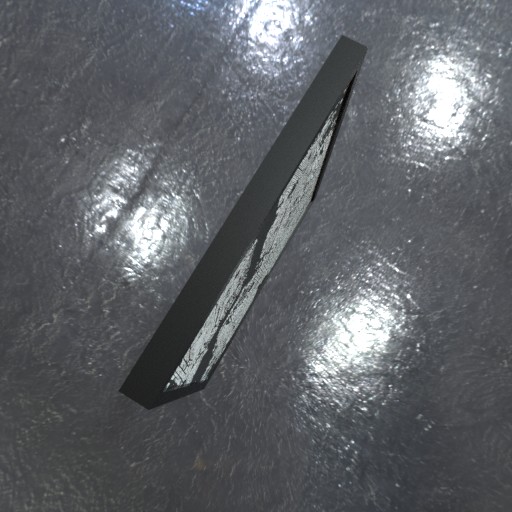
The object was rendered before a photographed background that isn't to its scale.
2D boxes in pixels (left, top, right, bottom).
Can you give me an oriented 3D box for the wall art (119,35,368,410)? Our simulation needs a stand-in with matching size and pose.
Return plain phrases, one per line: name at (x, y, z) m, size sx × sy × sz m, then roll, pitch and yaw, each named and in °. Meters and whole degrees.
wall art at (0.000, 0.000, 0.757) m, size 0.038 × 0.506 × 0.506 m, roll 29°, pitch 78°, yaw 7°
